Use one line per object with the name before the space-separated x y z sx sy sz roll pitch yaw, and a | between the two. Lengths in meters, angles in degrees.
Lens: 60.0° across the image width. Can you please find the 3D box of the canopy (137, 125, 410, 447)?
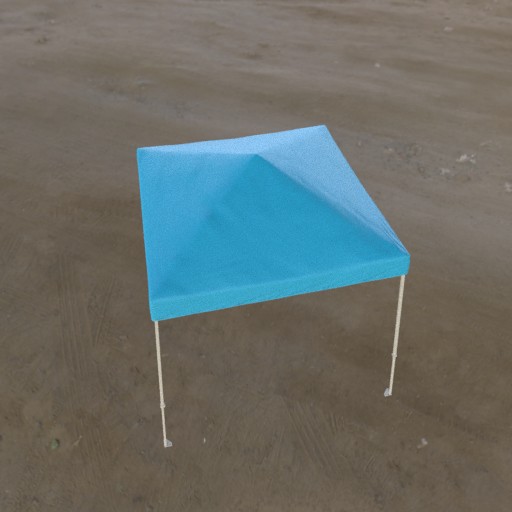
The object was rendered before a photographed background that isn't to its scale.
canopy | 0.000 0.000 6.681 3.599 3.600 3.600 -10 47 -9
